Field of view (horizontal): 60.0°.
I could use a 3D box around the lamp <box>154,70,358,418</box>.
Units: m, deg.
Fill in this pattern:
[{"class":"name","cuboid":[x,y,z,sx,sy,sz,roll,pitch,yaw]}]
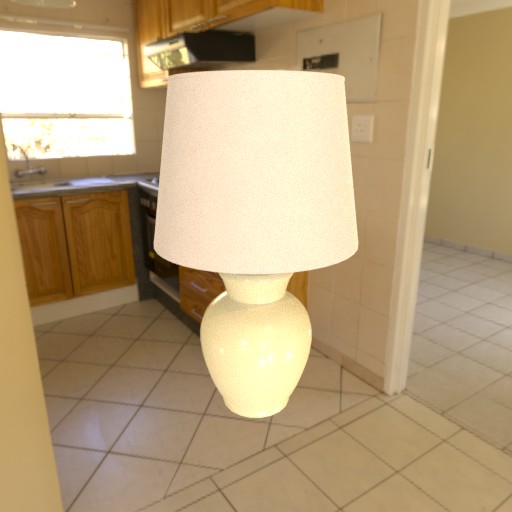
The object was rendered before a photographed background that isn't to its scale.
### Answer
[{"class":"lamp","cuboid":[0.000,0.000,0.537,0.239,0.399,0.239,0,17,0]}]
